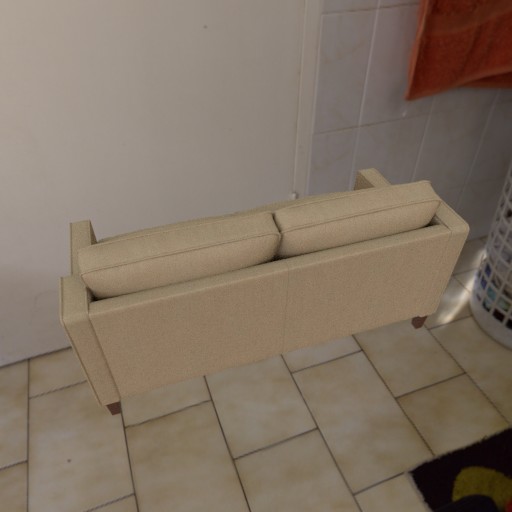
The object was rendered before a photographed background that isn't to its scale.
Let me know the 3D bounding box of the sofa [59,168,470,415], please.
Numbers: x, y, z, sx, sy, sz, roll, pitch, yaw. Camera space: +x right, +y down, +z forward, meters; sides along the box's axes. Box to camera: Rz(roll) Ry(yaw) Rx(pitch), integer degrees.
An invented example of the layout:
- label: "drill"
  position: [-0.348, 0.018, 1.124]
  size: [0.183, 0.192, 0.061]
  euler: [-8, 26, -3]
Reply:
- label: "sofa"
  position: [0.000, 0.000, 2.826]
  size: [2.178, 1.071, 1.066]
  euler: [-12, 43, -14]
